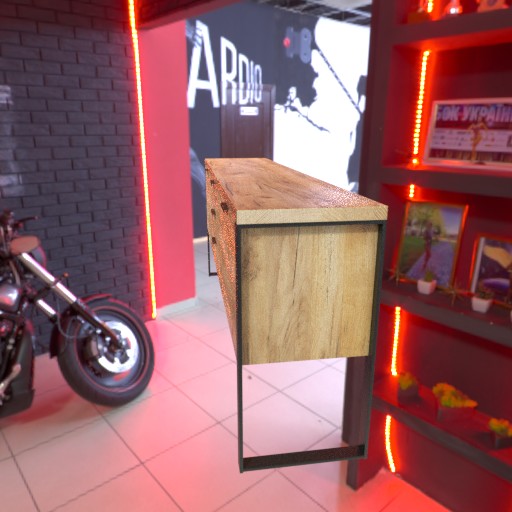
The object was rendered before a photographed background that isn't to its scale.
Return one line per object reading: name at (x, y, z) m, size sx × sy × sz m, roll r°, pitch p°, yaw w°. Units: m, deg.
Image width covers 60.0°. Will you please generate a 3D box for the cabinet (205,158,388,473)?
cabinet at (0.000, 0.000, 2.043) m, size 0.395 × 0.762 × 1.800 m, roll -2°, pitch 16°, yaw -8°
